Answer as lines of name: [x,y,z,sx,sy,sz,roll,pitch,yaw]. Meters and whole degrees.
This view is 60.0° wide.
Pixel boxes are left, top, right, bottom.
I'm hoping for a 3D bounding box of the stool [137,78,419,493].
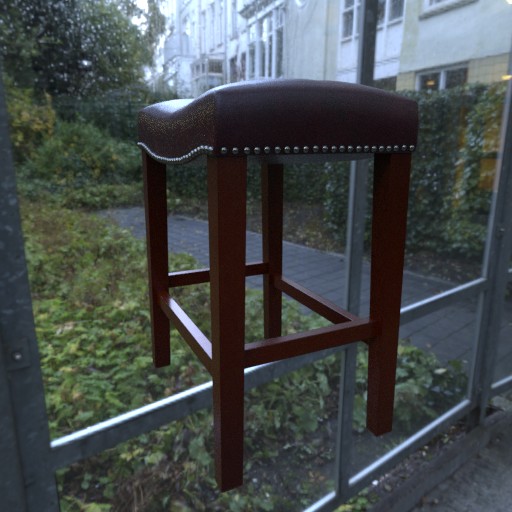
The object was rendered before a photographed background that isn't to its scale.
stool: [0.000,0.000,0.941,0.372,0.657,0.504,-7,17,-25]
